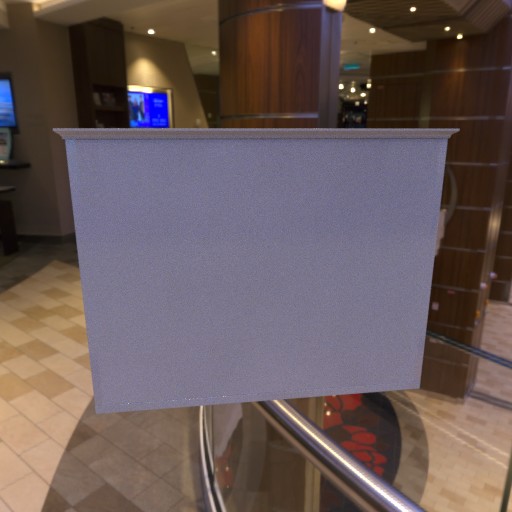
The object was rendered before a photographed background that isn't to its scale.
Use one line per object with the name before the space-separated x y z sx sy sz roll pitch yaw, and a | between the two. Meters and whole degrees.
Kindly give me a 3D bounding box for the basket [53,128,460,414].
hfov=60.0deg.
basket | 0.000 0.000 1.090 0.780 0.600 0.350 -2 16 -7
